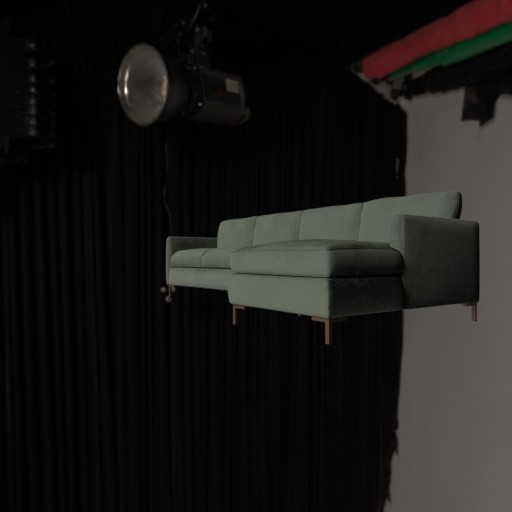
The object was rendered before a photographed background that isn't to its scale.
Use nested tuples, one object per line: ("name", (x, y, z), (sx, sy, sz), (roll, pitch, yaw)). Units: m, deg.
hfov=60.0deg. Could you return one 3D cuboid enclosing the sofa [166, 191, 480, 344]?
("sofa", (0.000, 0.000, 3.256), (1.255, 0.756, 2.725), (0, -1, -36))
